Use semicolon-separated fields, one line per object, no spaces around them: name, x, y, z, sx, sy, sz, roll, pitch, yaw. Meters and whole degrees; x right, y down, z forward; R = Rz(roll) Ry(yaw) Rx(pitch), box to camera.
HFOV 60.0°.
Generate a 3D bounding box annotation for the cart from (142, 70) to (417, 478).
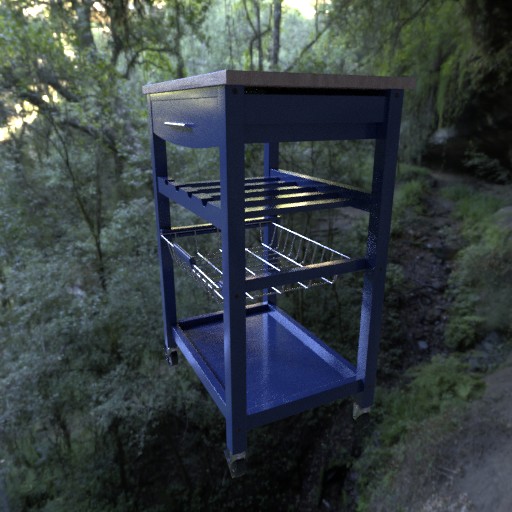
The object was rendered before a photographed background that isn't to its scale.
cart;0.000;0.000;1.150;0.403;0.839;0.584;-9;20;-25
